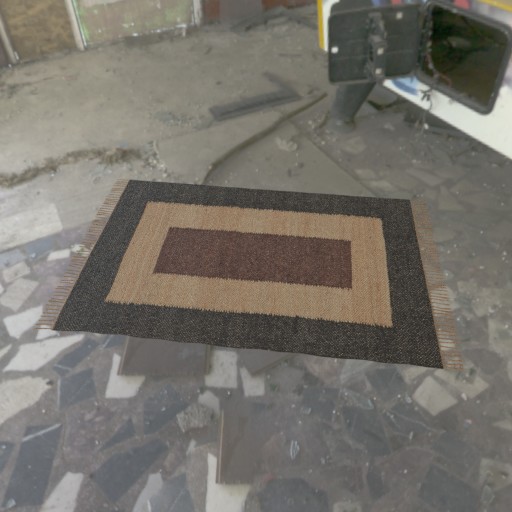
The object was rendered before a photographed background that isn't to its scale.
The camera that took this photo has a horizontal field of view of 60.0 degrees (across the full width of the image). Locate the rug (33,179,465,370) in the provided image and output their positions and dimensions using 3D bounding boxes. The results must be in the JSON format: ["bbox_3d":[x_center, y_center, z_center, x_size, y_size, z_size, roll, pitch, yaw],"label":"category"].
[{"bbox_3d":[0.000,0.000,1.867,1.541,0.013,0.920,5,46,5],"label":"rug"}]
